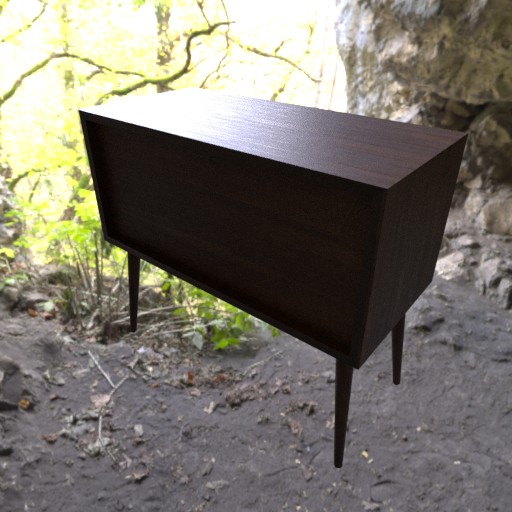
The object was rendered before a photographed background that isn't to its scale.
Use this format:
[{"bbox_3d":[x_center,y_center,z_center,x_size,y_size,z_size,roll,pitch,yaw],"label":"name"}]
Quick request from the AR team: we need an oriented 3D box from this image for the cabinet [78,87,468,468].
[{"bbox_3d":[0.000,0.000,1.084,0.743,0.654,0.354,23,38,33],"label":"cabinet"}]
